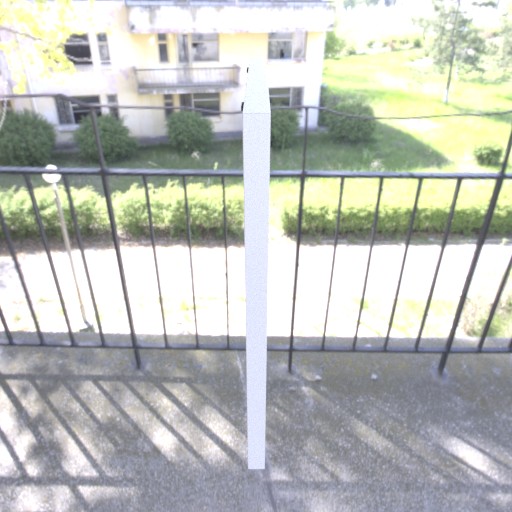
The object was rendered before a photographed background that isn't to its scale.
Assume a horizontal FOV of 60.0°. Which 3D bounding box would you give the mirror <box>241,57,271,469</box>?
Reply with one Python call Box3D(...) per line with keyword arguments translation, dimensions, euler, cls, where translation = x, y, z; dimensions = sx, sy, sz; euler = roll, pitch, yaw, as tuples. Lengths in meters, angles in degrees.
Box3D(translation=(0.000, 0.000, 0.938), dimensions=(0.039, 0.710, 0.507), euler=(0, 31, 0), cls="mirror")
